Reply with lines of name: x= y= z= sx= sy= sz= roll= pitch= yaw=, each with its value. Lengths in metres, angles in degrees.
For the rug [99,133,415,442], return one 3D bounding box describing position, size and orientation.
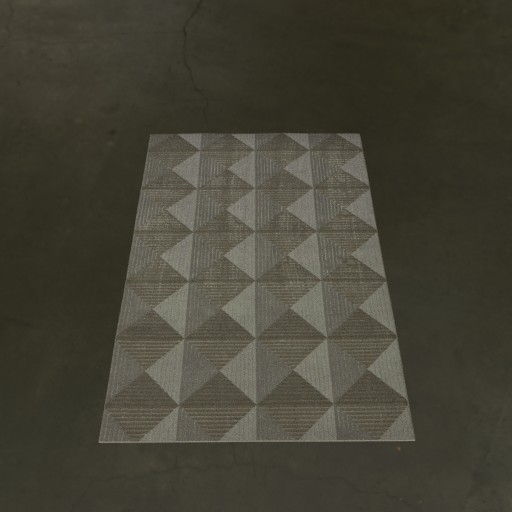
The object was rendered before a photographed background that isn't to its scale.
rug: x=0.000 y=0.000 z=4.264 sx=2.428 sy=0.027 sz=3.333 roll=0 pitch=58 yaw=0
